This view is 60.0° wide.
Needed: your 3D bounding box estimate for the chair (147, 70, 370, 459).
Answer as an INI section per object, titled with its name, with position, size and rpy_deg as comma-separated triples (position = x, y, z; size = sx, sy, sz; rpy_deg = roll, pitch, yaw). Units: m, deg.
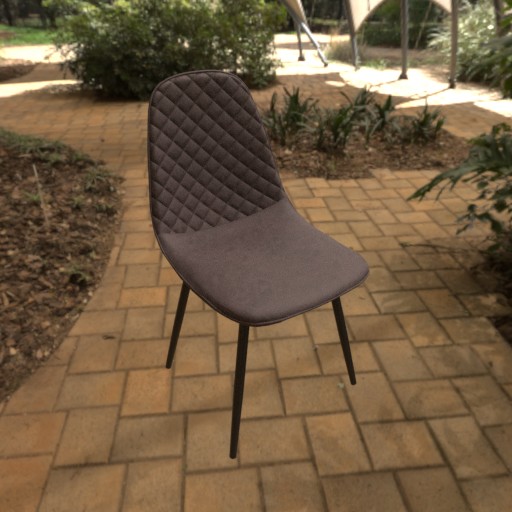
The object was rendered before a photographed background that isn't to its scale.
[chair]
position = 0.000, 0.000, 1.225
size = 0.472, 0.889, 0.561
rpy_deg = -20, 36, -29
